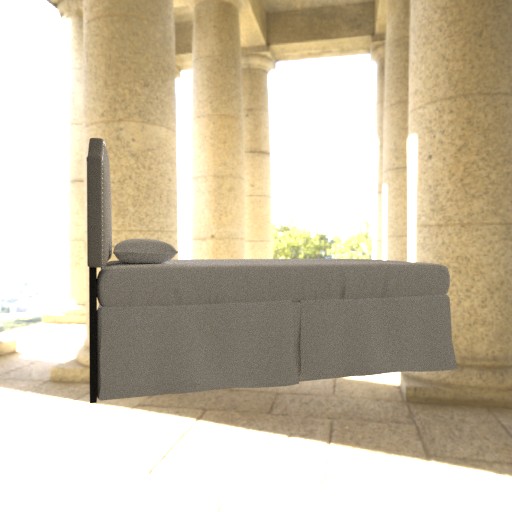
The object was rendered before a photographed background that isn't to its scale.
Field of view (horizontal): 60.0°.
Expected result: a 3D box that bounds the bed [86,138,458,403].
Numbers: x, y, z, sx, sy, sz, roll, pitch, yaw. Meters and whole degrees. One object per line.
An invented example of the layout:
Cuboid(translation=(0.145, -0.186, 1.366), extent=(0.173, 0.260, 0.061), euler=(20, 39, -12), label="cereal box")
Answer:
Cuboid(translation=(0.000, 0.000, 2.928), extent=(1.999, 1.270, 1.558), euler=(0, 1, -17), label="bed")
